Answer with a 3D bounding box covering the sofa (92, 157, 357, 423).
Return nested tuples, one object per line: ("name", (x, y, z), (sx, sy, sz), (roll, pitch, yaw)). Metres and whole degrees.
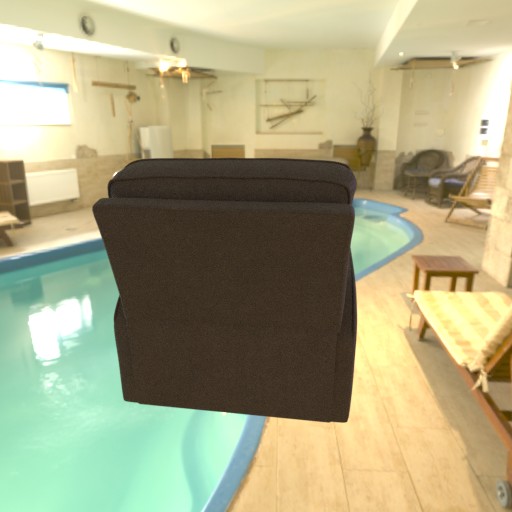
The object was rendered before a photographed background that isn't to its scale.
("sofa", (0.000, 0.000, 2.021), (0.861, 0.959, 1.472), (3, 17, 8))
